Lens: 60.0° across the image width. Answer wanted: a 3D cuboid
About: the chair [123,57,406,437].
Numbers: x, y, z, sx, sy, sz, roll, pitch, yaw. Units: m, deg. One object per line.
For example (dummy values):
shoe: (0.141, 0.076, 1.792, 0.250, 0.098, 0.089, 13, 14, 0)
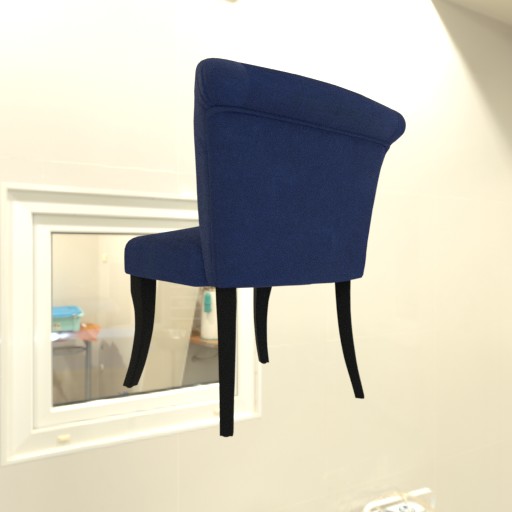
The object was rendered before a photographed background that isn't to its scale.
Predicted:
chair: (0.000, 0.000, 1.178, 0.585, 0.753, 0.606, 0, 0, -36)
